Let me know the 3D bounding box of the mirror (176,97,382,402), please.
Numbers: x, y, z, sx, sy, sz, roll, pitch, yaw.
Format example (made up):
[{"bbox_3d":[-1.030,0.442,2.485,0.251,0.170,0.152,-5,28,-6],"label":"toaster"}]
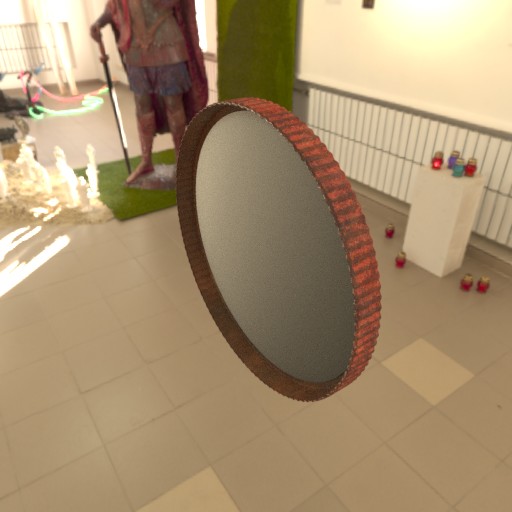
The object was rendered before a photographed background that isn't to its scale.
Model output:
[{"bbox_3d":[0.000,0.000,0.905,0.056,0.609,0.609,-21,38,-29],"label":"mirror"}]
